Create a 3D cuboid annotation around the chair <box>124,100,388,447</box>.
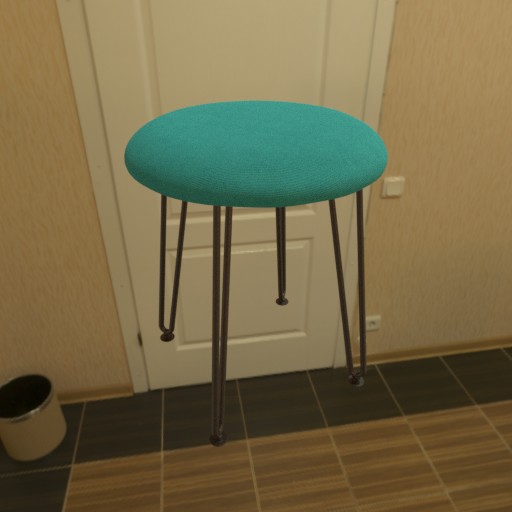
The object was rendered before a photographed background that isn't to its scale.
[{"bbox_3d":[0.000,0.000,0.695,0.350,0.430,0.350,-22,37,-33],"label":"chair"}]
